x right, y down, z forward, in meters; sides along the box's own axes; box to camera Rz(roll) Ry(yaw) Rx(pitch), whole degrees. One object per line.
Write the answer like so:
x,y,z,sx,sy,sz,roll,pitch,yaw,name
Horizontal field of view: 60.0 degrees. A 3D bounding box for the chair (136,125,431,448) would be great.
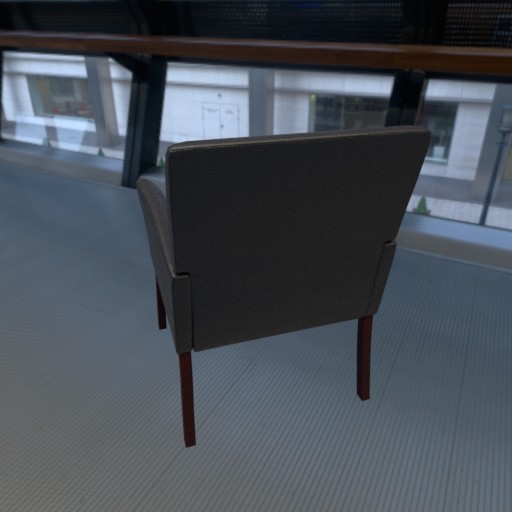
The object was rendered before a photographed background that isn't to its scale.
0.000,0.000,1.484,0.683,0.951,0.772,-9,28,-16,chair
